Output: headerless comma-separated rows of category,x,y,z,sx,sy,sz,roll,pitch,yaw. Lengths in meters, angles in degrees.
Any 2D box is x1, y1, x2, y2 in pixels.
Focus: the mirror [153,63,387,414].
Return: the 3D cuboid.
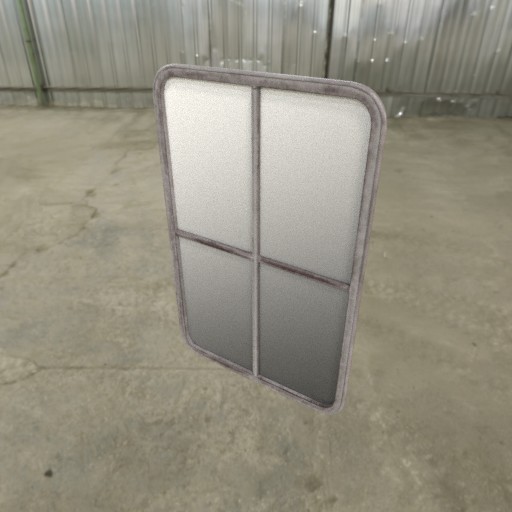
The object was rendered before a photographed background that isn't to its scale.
mirror,0.000,0.000,0.914,0.461,0.713,0.024,18,35,27
